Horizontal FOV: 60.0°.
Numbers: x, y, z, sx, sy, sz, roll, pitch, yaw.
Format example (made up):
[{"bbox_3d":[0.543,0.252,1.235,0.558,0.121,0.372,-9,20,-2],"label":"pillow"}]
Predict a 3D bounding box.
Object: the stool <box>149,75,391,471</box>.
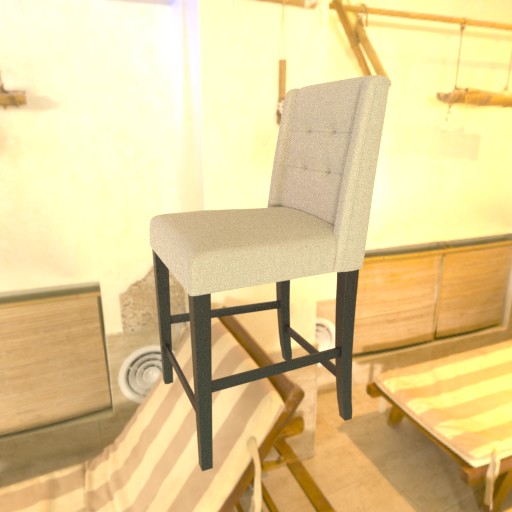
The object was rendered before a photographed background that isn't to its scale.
[{"bbox_3d":[0.000,0.000,1.249,0.509,0.939,0.474,-7,17,-22],"label":"stool"}]
